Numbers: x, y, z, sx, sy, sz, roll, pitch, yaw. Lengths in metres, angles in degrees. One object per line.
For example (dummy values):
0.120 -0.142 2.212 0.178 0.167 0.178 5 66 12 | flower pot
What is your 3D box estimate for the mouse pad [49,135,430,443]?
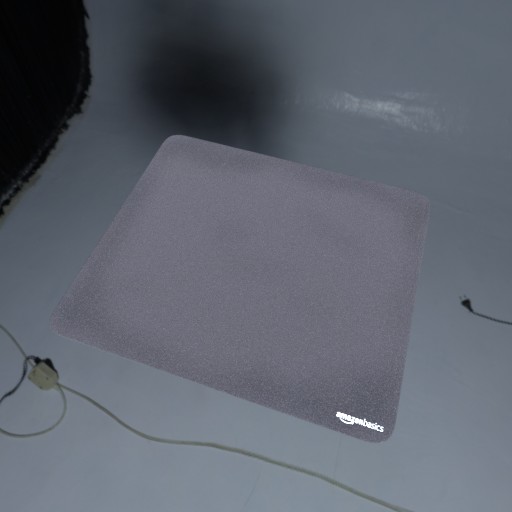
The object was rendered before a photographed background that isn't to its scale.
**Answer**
0.000 0.000 0.634 0.451 0.002 0.393 16 58 10 | mouse pad
